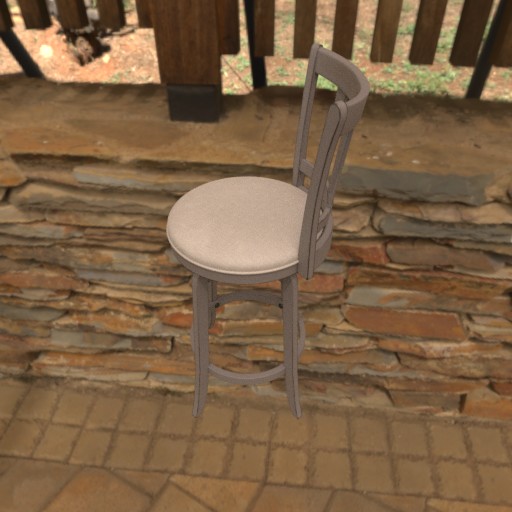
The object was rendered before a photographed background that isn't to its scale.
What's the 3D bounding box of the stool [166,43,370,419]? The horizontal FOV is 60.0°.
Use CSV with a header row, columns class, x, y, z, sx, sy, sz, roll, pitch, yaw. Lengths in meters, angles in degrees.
class,x,y,z,sx,sy,sz,roll,pitch,yaw
stool,0.000,0.000,1.260,0.475,1.023,0.436,0,39,1
